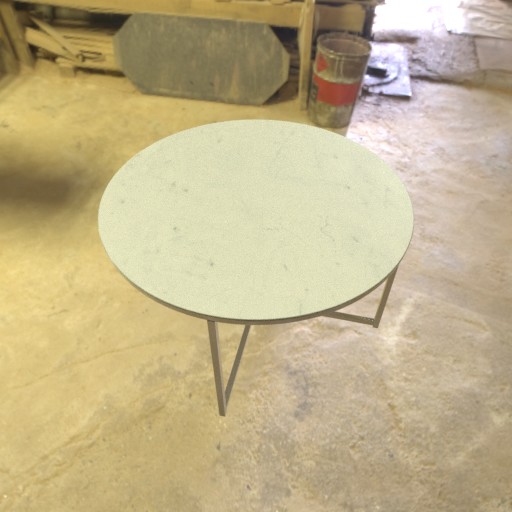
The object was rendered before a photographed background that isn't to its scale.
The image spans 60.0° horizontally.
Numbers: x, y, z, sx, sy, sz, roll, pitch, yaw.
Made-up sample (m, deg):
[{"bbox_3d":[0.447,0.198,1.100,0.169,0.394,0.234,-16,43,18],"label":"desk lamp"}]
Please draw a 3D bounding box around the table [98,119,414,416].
[{"bbox_3d":[0.000,0.000,1.314,0.800,0.450,0.800,0,45,0],"label":"table"}]
